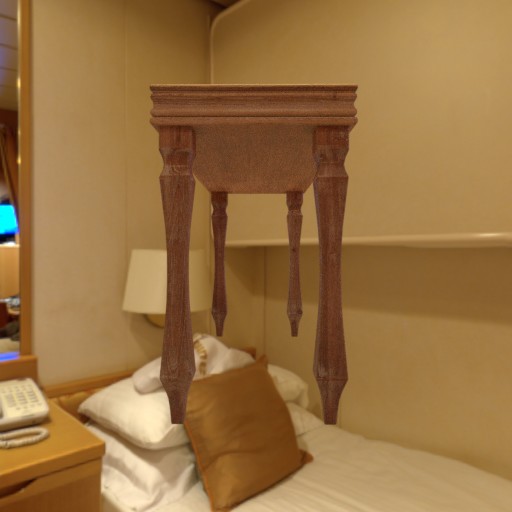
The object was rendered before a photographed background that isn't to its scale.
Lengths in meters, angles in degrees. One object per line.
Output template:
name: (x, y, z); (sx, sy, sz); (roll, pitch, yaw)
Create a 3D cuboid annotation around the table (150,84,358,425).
table: (0.000, 0.000, 1.776); (0.522, 0.873, 1.330); (0, 0, 1)
